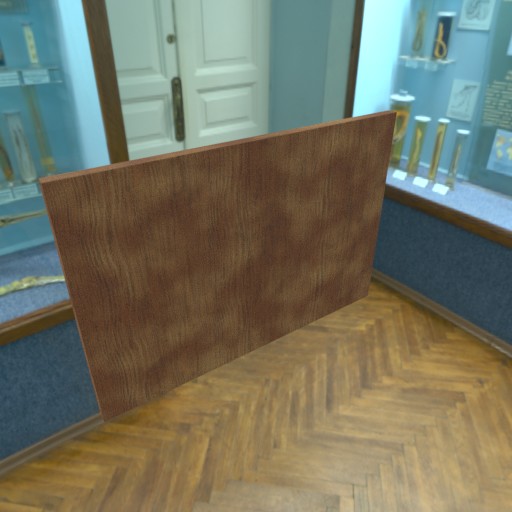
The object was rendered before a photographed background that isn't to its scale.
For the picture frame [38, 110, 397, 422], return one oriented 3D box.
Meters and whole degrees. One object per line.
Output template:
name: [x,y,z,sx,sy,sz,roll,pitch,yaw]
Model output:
picture frame: [0.000,0.000,1.198,0.950,0.640,0.029,-20,36,-29]
